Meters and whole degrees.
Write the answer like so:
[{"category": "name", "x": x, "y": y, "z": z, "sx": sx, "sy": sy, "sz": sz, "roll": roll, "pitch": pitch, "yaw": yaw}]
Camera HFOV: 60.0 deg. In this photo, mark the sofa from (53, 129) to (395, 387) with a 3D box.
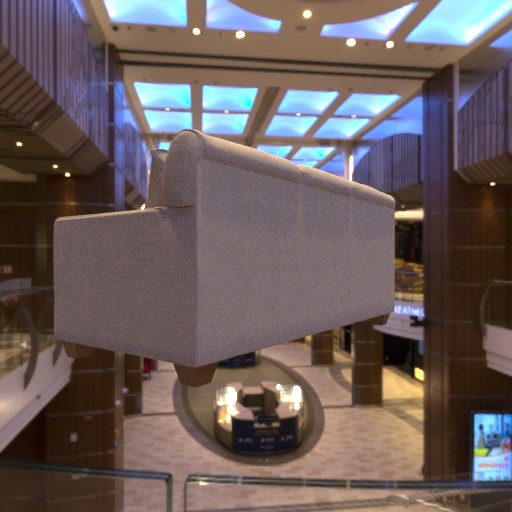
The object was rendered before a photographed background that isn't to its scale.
[{"category": "sofa", "x": 0.000, "y": 0.000, "z": 2.622, "sx": 0.997, "sy": 0.958, "sz": 2.024, "roll": 0, "pitch": 0, "yaw": 37}]
